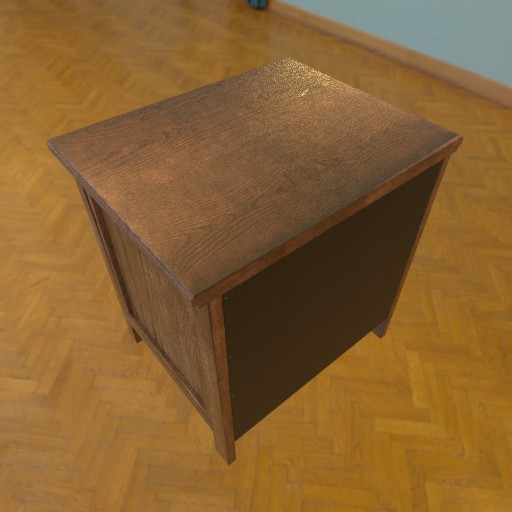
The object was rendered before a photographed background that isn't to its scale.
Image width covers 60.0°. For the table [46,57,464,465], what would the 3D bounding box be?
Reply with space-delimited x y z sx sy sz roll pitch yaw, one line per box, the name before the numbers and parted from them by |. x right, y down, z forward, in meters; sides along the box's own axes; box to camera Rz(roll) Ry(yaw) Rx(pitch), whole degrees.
table | 0.000 0.000 0.997 0.586 0.597 0.461 -31 53 -27
